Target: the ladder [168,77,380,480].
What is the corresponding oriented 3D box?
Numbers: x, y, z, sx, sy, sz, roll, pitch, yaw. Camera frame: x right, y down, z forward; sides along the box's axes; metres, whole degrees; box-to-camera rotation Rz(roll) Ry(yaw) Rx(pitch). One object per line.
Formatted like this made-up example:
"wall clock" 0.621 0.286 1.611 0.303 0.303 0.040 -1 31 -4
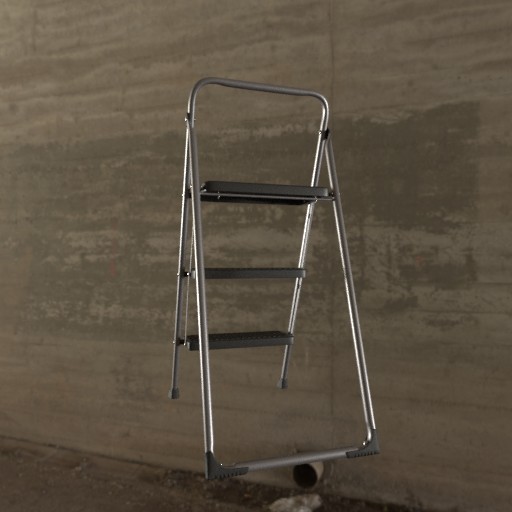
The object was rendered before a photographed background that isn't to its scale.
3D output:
"ladder" 0.000 0.000 1.282 0.430 0.945 0.629 0 -1 -18
